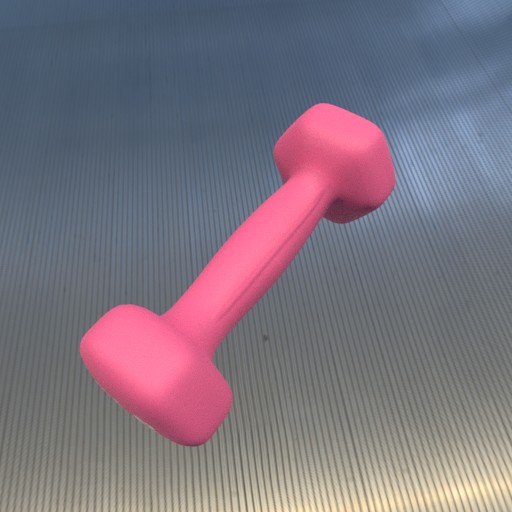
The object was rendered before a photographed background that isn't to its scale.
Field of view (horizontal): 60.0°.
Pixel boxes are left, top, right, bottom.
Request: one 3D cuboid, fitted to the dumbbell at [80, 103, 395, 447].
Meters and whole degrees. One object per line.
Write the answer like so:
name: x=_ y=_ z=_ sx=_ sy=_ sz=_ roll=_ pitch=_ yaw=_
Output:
dumbbell: x=0.000 y=0.000 z=0.177 sx=0.058 sy=0.053 sz=0.146 roll=32 pitch=64 yaw=18
